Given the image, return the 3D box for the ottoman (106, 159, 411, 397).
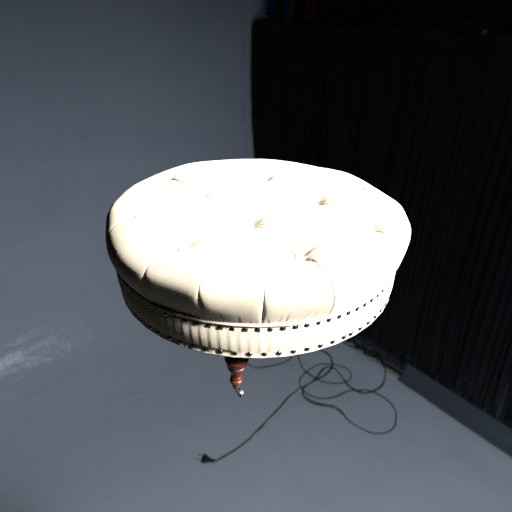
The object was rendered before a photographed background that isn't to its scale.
[{"bbox_3d":[0.000,0.000,1.414,0.901,0.439,0.901,0,30,0],"label":"ottoman"}]
